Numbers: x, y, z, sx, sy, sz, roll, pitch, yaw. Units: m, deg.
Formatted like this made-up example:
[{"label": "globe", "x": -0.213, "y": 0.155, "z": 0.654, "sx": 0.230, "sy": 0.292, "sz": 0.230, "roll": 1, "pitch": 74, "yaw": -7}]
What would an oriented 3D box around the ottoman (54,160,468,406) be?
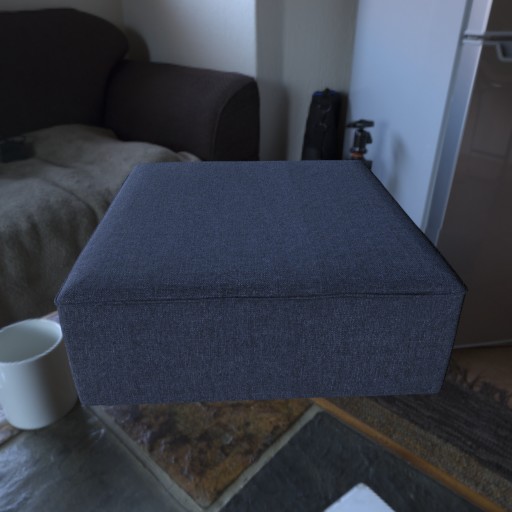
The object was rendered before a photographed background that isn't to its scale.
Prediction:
[{"label": "ottoman", "x": 0.000, "y": 0.000, "z": 1.562, "sx": 1.017, "sy": 0.423, "sz": 1.023, "roll": -1, "pitch": 30, "yaw": -2}]
